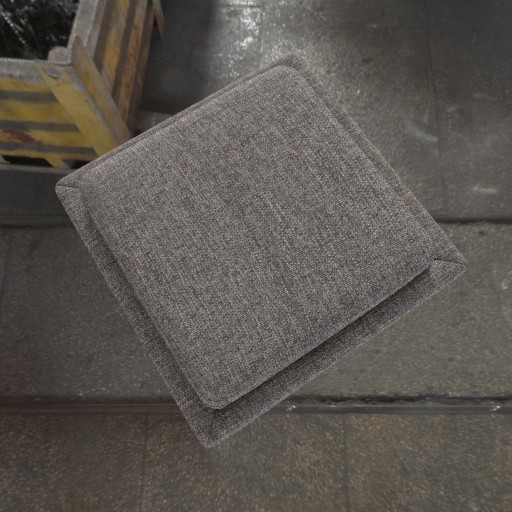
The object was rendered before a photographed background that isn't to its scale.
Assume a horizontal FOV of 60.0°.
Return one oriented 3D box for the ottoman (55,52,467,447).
[{"bbox_3d":[0.000,0.000,0.813,0.450,0.460,0.450,-32,77,-9],"label":"ottoman"}]
